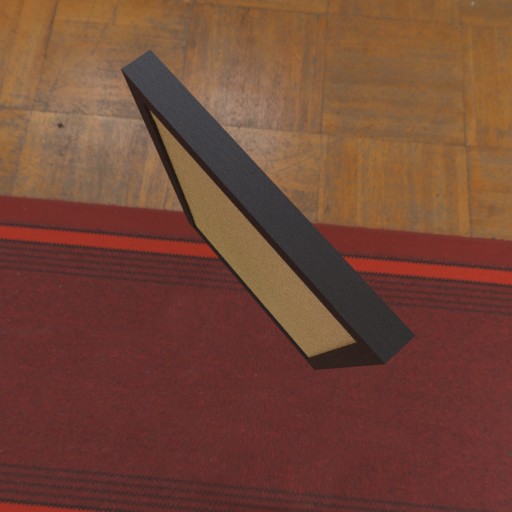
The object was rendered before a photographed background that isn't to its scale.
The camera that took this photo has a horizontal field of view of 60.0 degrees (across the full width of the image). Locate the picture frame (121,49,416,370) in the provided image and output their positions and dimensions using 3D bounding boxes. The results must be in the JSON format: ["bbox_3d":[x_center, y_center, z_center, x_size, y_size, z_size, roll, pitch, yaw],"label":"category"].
[{"bbox_3d":[0.000,0.000,0.761,0.044,0.555,0.452,-39,78,-10],"label":"picture frame"}]
